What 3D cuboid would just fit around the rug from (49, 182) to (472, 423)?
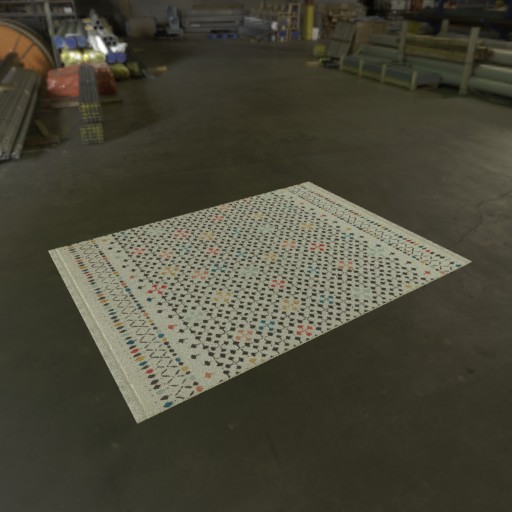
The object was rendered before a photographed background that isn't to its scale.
[{"bbox_3d":[0.000,0.000,4.146,3.196,0.007,2.354,-19,36,-28],"label":"rug"}]
